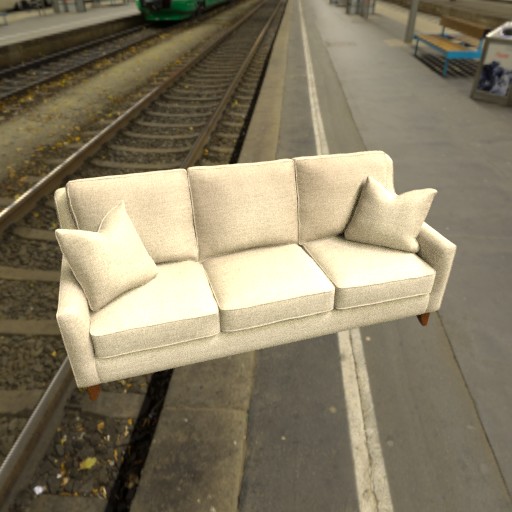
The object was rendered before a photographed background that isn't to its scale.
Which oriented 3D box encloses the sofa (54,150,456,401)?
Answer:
[{"bbox_3d":[0.000,0.000,2.483,2.031,0.914,0.865,-9,33,-14],"label":"sofa"}]
